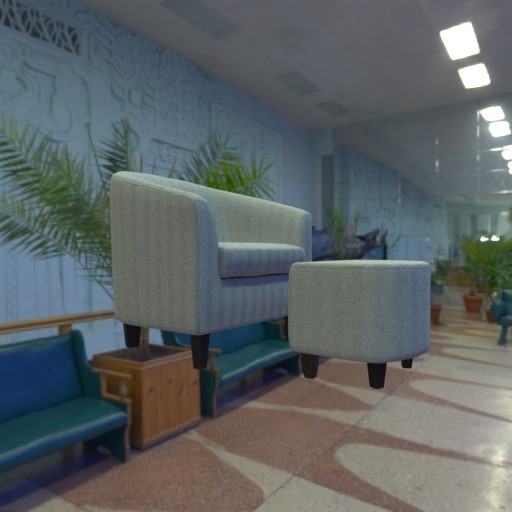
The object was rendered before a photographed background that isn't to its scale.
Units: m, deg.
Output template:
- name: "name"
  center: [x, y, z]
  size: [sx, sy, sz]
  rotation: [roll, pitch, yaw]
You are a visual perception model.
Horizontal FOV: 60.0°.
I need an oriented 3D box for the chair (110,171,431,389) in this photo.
- name: "chair"
  center: [0.000, 0.000, 1.721]
  size: [1.288, 0.757, 0.756]
  rotation: [1, 1, 36]
